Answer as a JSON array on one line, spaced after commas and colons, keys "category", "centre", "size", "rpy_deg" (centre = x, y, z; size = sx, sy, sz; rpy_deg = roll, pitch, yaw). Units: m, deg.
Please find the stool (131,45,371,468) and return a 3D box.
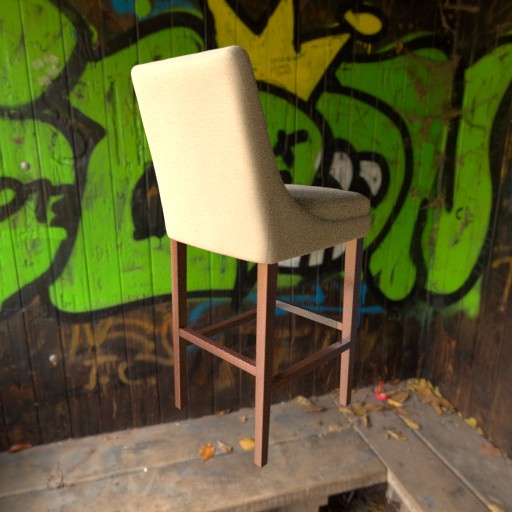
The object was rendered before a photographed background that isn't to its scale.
[{"category": "stool", "centre": [0.000, 0.000, 1.361], "size": [0.577, 1.078, 0.470], "rpy_deg": [-15, 21, -43]}]
